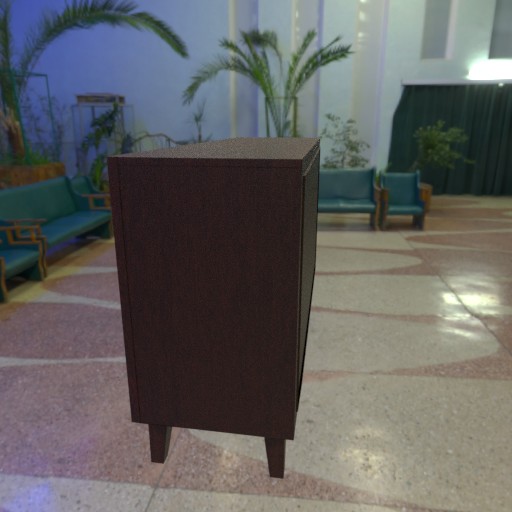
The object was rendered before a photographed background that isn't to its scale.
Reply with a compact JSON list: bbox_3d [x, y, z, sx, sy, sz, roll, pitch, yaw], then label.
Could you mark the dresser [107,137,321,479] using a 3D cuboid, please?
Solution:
[{"bbox_3d":[0.000,0.000,1.971,0.499,0.971,1.609,3,17,9],"label":"dresser"}]
